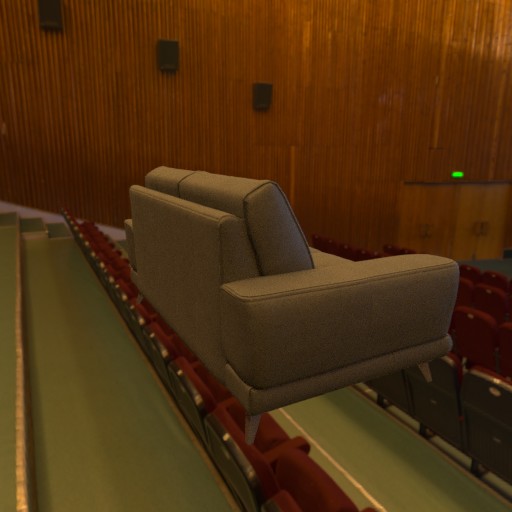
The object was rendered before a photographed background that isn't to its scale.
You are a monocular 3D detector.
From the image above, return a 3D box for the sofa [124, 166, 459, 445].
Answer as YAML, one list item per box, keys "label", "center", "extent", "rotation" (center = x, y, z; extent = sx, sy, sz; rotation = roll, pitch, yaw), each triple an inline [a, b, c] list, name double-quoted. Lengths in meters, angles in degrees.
- label: "sofa"
  center: [0.000, 0.000, 2.365]
  extent: [1.018, 0.907, 1.806]
  rotation: [-7, 16, -27]
